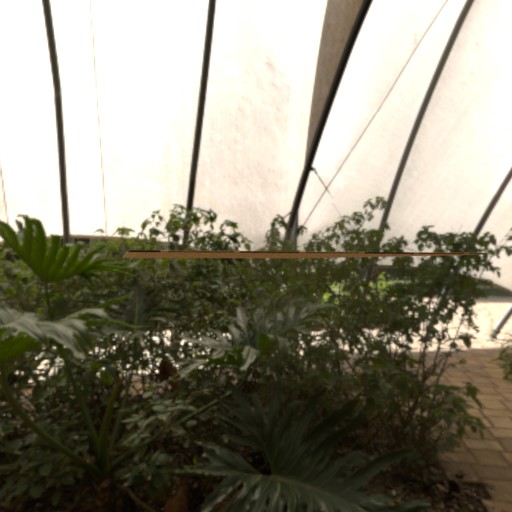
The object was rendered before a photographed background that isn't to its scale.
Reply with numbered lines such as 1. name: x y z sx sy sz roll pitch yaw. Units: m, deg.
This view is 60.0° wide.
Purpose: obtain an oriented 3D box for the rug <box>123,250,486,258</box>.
1. rug: 0.000 0.000 4.291 2.439 0.013 3.200 0 -1 -17
